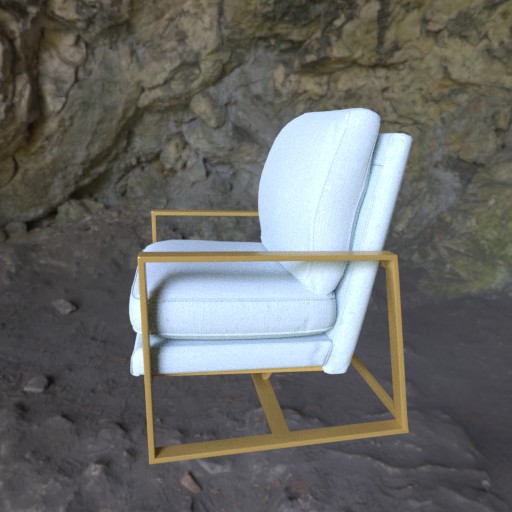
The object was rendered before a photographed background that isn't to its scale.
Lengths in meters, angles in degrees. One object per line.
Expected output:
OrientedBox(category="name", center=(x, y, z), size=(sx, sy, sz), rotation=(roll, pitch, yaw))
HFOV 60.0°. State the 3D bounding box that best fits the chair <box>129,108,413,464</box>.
OrientedBox(category="chair", center=(0.000, 0.000, 1.519), size=(0.813, 0.956, 0.758), rotation=(-3, 15, -10))
